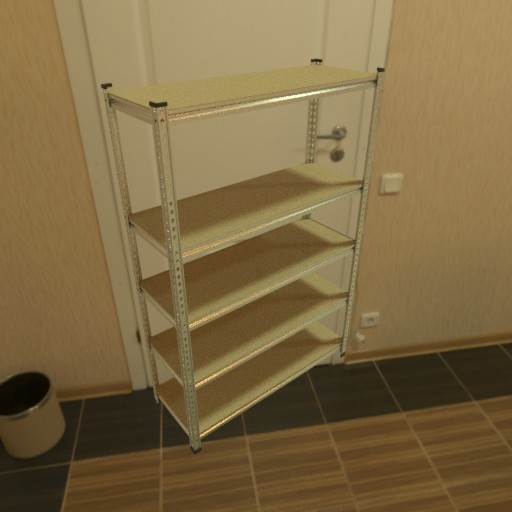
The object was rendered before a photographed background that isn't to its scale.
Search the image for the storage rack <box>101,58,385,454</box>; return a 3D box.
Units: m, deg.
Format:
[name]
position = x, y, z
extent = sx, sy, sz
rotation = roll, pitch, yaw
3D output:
[storage rack]
position = 0.000, 0.000, 2.397
extent = 1.219, 1.829, 0.457
rotation = -23, 38, -33
